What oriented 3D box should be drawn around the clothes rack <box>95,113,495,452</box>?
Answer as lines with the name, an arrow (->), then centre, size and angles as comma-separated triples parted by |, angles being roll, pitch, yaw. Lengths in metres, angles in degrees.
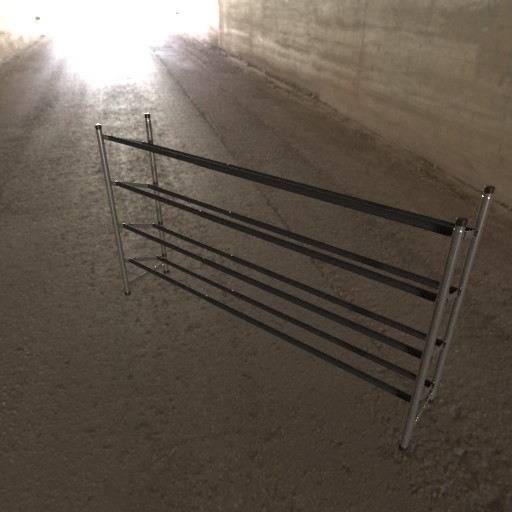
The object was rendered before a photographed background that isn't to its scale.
clothes rack -> 0.000, 0.000, 1.376 | 1.168, 0.672, 0.229 | 22, 37, 32
